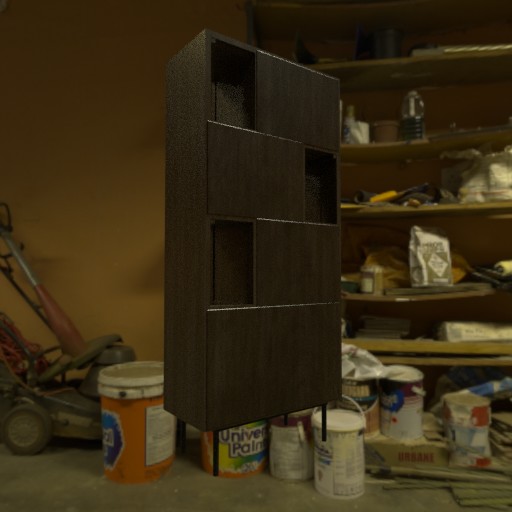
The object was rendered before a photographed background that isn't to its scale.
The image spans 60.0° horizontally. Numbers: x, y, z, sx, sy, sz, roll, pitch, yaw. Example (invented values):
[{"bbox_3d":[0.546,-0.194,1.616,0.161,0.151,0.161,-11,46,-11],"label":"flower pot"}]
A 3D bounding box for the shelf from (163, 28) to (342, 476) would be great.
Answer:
[{"bbox_3d":[0.000,0.000,1.826,0.670,1.545,0.323,2,-3,-37],"label":"shelf"}]
